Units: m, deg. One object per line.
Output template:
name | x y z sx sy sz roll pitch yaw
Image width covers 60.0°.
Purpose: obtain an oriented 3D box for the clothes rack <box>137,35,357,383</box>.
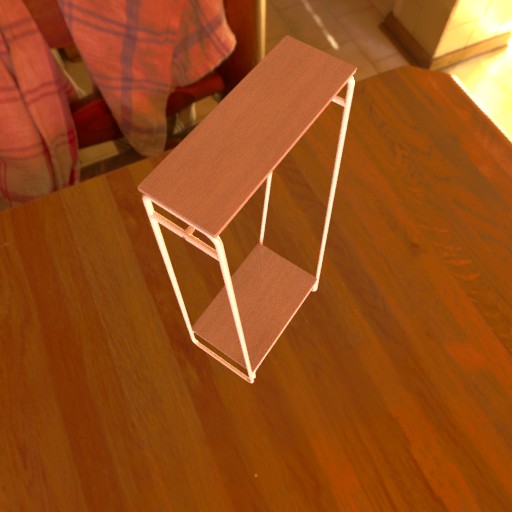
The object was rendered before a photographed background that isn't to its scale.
clothes rack | 0.000 0.000 1.792 0.400 1.512 0.640 32 68 15
